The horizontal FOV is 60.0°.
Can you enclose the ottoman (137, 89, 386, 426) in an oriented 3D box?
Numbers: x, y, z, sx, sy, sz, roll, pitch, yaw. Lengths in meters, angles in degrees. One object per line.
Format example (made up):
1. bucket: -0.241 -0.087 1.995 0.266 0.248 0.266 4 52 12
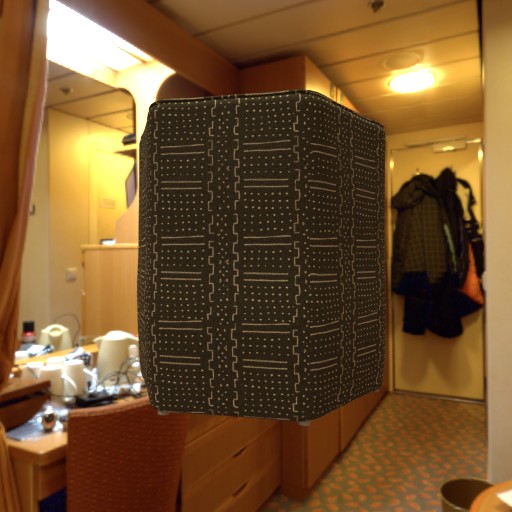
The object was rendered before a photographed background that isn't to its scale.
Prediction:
1. ottoman: 0.000 0.000 0.873 0.443 0.502 0.494 0 0 -19
